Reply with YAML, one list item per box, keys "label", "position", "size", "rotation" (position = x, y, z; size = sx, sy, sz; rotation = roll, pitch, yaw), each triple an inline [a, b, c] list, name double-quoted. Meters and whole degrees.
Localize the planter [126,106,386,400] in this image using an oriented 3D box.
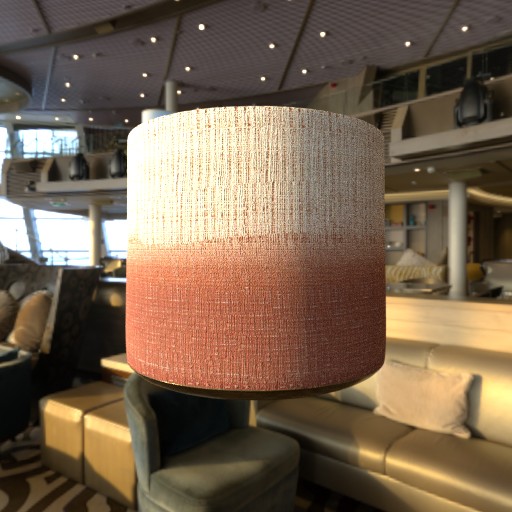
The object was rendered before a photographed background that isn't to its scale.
- label: "planter"
  position: [0.000, 0.000, 0.315]
  size: [0.178, 0.157, 0.178]
  rotation: [0, 1, 0]
